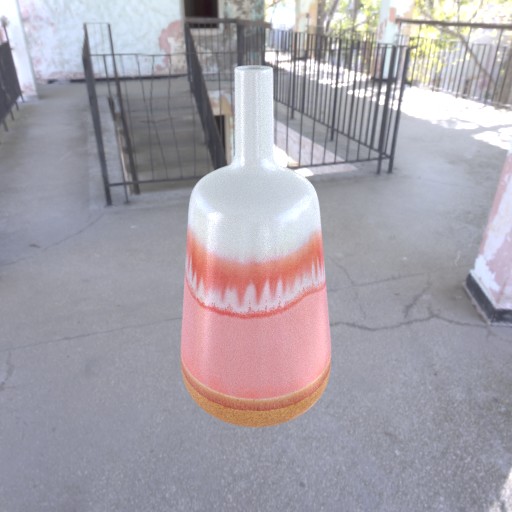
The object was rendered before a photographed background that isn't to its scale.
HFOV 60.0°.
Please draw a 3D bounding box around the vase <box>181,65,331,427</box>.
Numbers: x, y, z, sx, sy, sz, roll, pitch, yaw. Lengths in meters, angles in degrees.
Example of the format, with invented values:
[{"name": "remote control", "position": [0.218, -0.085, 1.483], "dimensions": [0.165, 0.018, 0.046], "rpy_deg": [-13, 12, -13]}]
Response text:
[{"name": "vase", "position": [0.000, 0.000, 0.376], "dimensions": [0.144, 0.296, 0.144], "rpy_deg": [0, 29, 0]}]
